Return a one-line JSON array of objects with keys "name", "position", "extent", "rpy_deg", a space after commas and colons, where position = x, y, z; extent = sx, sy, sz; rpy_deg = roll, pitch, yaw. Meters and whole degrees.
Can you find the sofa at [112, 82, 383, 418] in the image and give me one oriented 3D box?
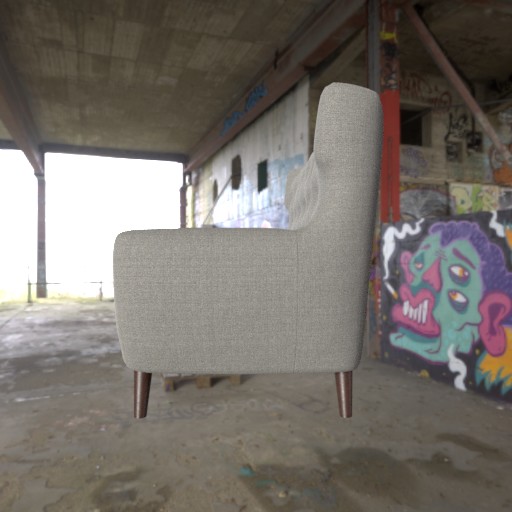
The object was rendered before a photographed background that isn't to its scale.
[{"name": "sofa", "position": [0.000, 0.000, 1.958], "extent": [0.884, 1.028, 1.386], "rpy_deg": [0, 0, -1]}]
